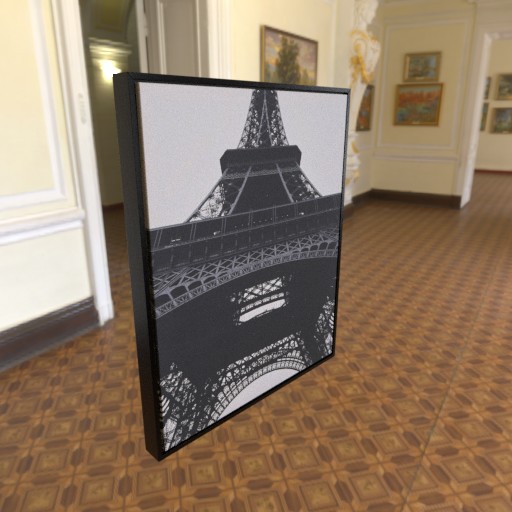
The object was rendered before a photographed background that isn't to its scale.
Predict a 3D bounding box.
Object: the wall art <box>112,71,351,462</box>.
[{"bbox_3d":[0.000,0.000,0.757,0.451,0.553,0.039,-16,24,-42],"label":"wall art"}]
